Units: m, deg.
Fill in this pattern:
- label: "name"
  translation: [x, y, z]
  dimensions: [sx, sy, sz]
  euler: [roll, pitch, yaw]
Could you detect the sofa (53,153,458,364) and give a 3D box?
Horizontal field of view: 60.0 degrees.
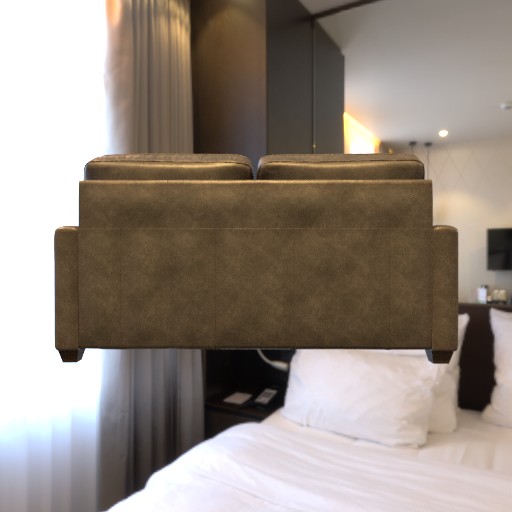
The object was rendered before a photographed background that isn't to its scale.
- label: "sofa"
  translation: [0.000, 0.000, 2.321]
  dimensions: [1.732, 0.916, 0.939]
  euler: [0, 0, 1]
